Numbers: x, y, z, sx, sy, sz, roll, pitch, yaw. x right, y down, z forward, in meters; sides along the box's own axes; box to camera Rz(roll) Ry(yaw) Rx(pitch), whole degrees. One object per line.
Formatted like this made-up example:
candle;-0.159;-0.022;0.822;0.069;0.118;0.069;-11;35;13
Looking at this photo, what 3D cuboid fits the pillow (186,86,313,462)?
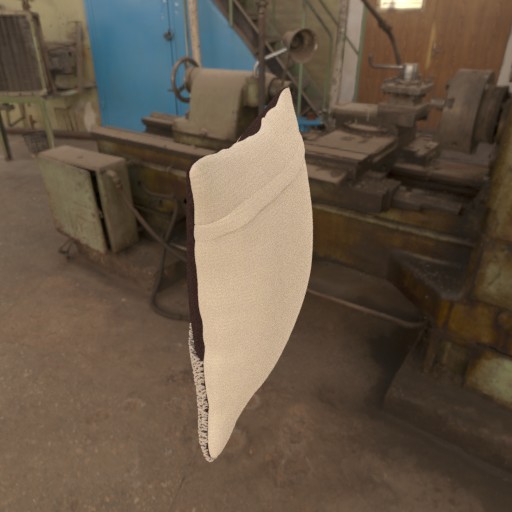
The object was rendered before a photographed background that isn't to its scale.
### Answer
pillow;0.000;0.000;0.752;0.178;0.473;0.475;9;31;14
